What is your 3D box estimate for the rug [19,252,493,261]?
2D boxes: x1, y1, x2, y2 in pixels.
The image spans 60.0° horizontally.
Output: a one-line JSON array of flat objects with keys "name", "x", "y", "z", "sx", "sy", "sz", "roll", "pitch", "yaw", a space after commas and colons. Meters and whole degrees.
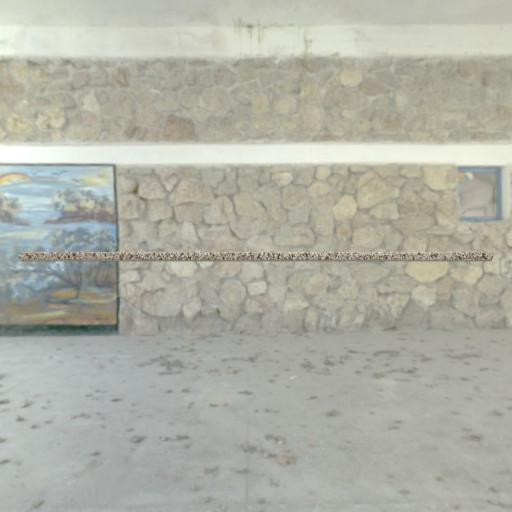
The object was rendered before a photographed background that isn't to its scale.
[{"name": "rug", "x": 0.000, "y": 0.000, "z": 1.716, "sx": 1.524, "sy": 0.030, "sz": 0.609, "roll": 0, "pitch": 0, "yaw": 0}]
